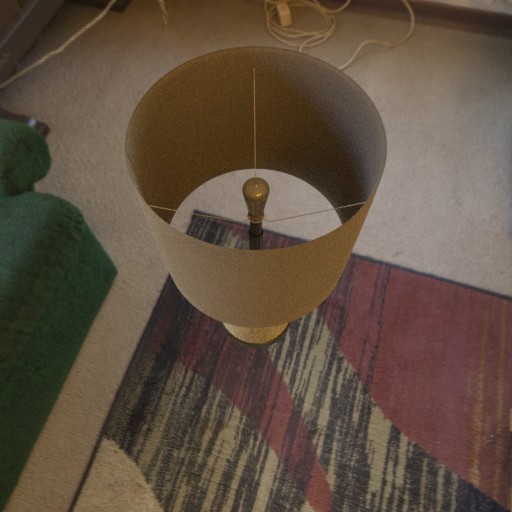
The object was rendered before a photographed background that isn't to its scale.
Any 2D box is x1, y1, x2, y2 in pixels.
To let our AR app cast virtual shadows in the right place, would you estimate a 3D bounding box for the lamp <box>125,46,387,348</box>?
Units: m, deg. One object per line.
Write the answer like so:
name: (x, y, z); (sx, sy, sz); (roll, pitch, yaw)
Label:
lamp: (0.000, 0.000, 0.596); (0.229, 0.470, 0.229); (-1, 63, 0)
